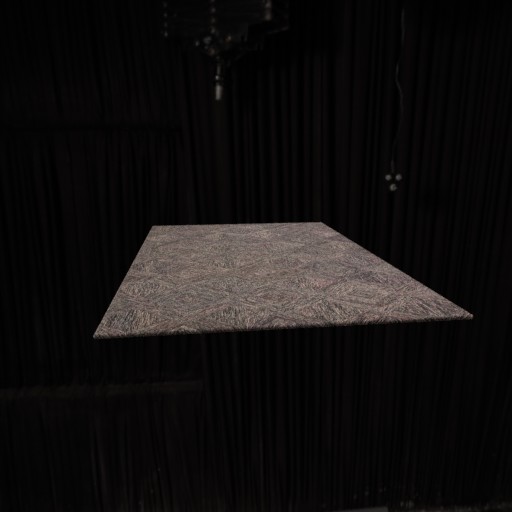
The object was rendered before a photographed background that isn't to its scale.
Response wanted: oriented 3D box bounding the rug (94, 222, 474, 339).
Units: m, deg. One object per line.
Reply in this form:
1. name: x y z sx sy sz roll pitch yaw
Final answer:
1. rug: 0.000 0.000 2.822 1.501 0.017 2.298 -2 14 -7
